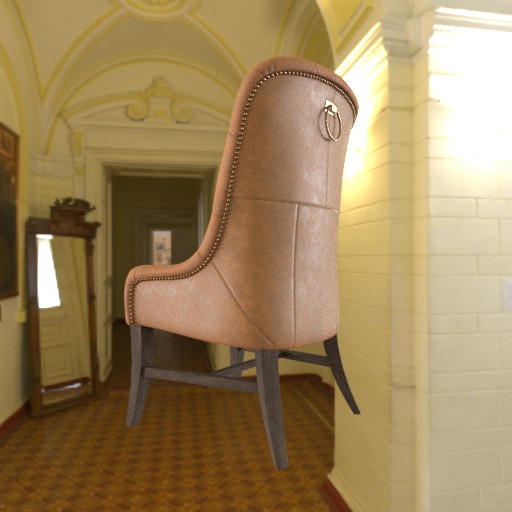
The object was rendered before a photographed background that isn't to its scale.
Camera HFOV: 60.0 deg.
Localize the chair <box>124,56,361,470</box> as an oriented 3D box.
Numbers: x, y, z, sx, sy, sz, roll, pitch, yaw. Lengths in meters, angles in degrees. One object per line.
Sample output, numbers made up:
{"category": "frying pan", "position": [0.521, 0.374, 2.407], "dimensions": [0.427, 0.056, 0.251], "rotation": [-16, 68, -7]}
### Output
{"category": "chair", "position": [0.000, 0.000, 1.491], "dimensions": [0.629, 1.091, 0.634], "rotation": [-1, -1, 35]}
